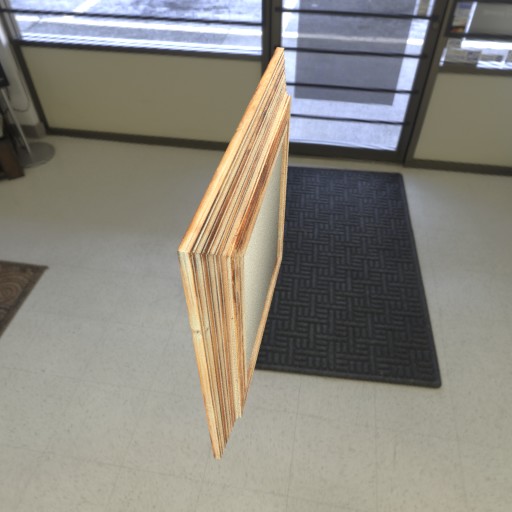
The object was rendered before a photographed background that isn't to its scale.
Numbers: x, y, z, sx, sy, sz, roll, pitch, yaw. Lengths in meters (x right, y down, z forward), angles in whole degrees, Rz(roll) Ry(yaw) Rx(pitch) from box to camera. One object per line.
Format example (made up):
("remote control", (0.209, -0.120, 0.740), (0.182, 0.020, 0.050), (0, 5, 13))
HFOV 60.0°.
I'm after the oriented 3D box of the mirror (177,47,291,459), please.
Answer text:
("mirror", (0.000, 0.000, 1.208), (0.061, 0.804, 0.804), (9, 46, 9))
